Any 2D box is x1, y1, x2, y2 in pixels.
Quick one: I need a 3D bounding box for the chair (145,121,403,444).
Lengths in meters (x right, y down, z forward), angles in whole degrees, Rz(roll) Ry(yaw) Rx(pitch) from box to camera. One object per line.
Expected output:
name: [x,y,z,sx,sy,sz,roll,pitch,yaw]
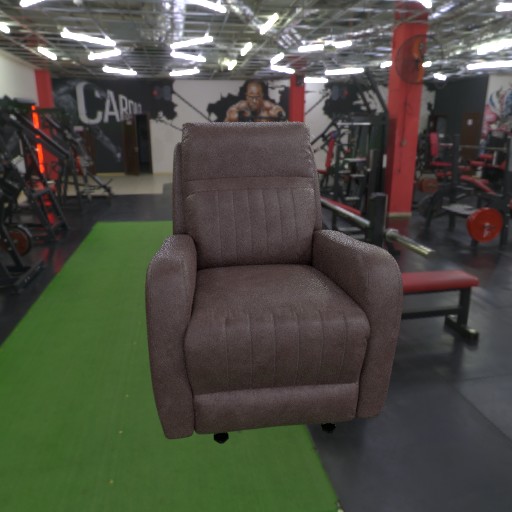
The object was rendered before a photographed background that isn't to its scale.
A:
chair: [0.000,0.000,1.829,0.865,1.067,1.067,-2,17,-8]
